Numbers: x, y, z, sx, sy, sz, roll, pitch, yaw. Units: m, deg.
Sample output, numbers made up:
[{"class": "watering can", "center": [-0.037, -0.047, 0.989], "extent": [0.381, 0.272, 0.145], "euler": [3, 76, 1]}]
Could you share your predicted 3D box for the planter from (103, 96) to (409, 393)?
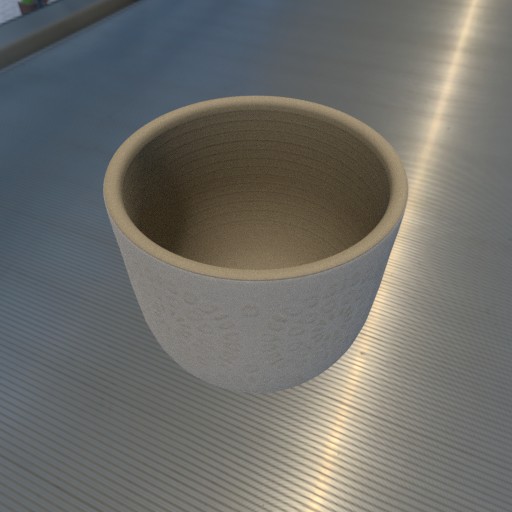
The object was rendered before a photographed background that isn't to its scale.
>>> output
[{"class": "planter", "center": [0.000, 0.000, 0.224], "extent": [0.124, 0.109, 0.124], "euler": [0, 47, 0]}]
